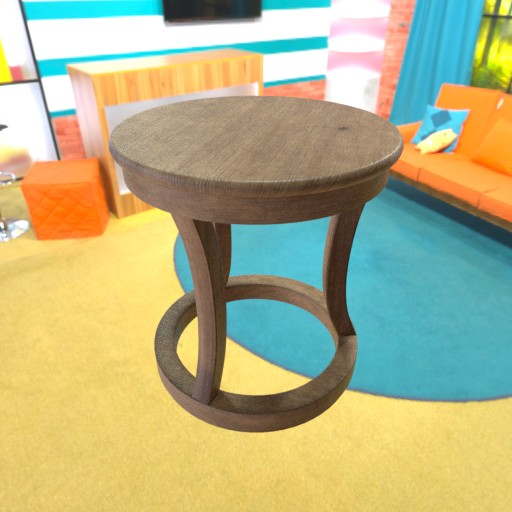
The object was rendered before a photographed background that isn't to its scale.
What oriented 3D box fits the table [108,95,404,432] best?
[{"bbox_3d":[0.000,0.000,0.790,0.432,0.460,0.432,0,32,0],"label":"table"}]
